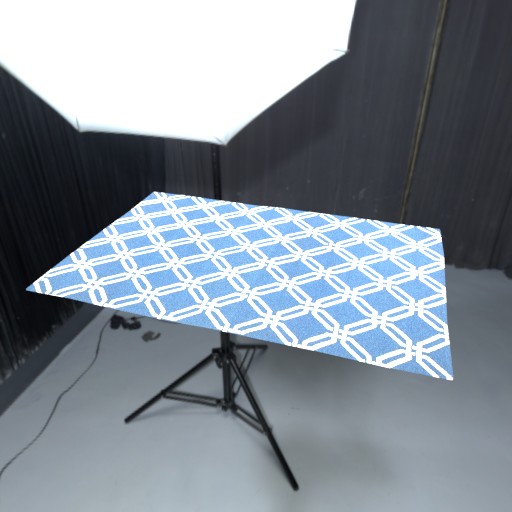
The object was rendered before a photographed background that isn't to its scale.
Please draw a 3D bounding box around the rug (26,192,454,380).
[{"bbox_3d":[0.000,0.000,2.167,1.755,0.010,1.153,9,32,15],"label":"rug"}]
